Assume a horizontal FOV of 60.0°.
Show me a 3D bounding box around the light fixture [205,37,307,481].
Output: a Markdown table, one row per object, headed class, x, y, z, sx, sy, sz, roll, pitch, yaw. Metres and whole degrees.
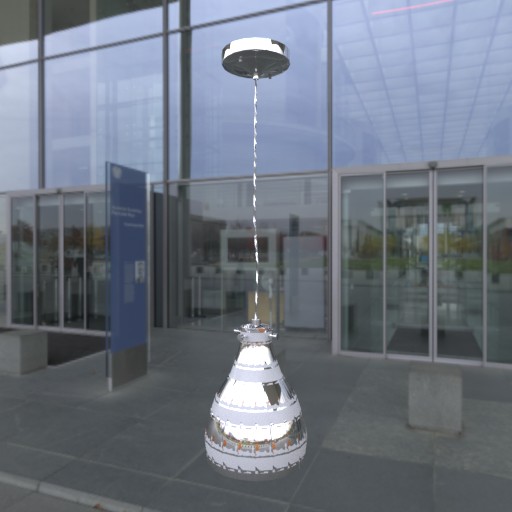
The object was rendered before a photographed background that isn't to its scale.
| class | x | y | z | sx | sy | sz | roll | pitch | yaw |
| --- | --- | --- | --- | --- | --- | --- | --- | --- | --- |
| light fixture | 0.000 | 0.000 | 1.607 | 0.374 | 1.457 | 0.374 | 0 | 0 | 37 |
